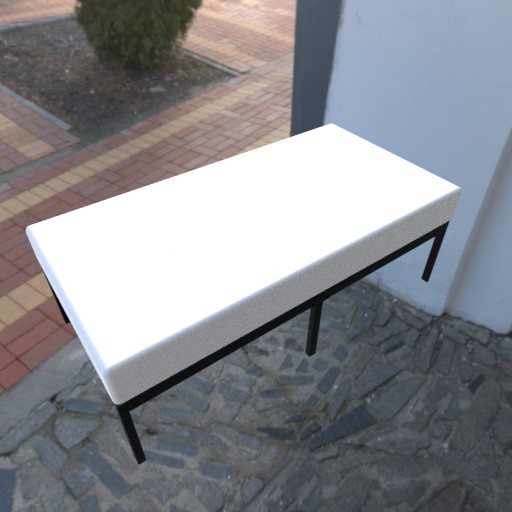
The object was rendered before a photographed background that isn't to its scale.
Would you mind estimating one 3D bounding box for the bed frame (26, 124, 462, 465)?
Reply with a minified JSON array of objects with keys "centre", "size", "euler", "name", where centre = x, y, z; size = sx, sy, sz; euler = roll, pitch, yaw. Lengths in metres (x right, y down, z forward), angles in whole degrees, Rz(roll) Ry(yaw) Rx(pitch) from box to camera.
[{"centre":[0.000,0.000,2.398],"size":[1.950,0.659,1.023],"euler":[-25,47,-26],"name":"bed frame"}]
